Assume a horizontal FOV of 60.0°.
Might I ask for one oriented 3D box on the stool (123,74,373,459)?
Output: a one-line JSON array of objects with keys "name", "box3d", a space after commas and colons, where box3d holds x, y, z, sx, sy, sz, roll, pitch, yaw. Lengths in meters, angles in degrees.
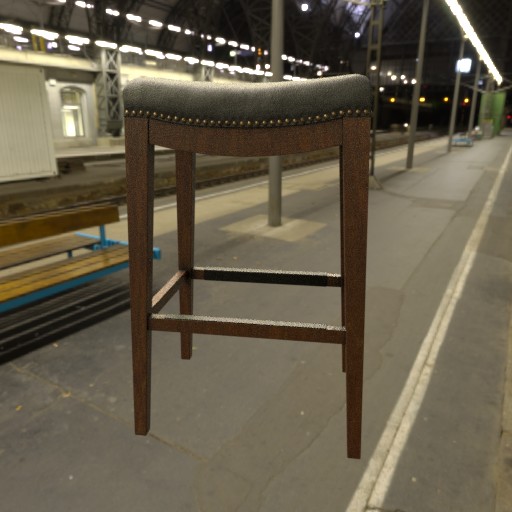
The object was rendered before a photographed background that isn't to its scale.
[{"name": "stool", "box3d": [0.000, 0.000, 1.026, 0.500, 0.765, 0.361, 3, 17, 8]}]
